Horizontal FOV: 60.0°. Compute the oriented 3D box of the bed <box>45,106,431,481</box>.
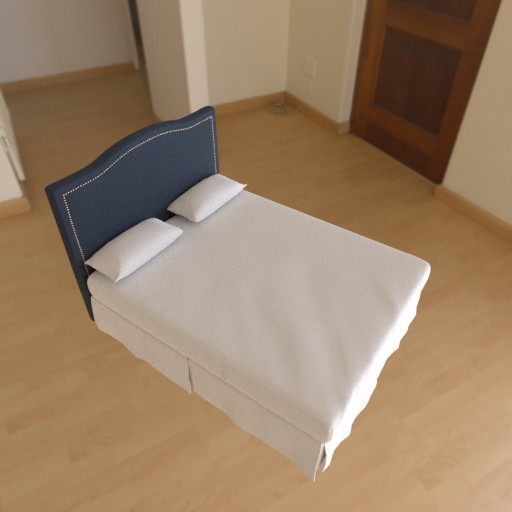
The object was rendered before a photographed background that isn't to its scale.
[{"bbox_3d":[0.000,0.000,3.387,2.282,1.436,1.821,25,47,26],"label":"bed"}]
